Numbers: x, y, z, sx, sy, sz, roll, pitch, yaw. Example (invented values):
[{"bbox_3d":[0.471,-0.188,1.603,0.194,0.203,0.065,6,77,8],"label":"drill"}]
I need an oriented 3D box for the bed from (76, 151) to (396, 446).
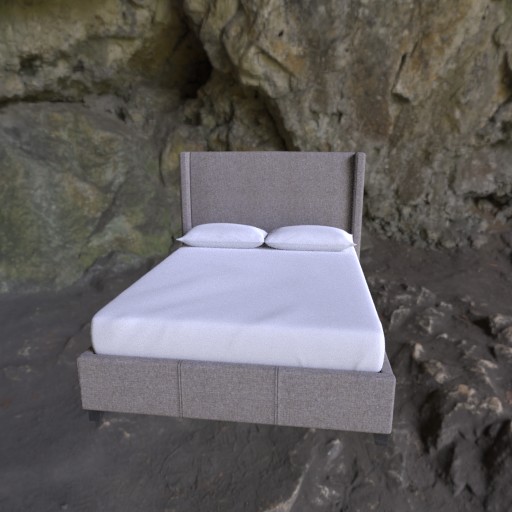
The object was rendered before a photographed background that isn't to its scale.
[{"bbox_3d":[0.000,0.000,3.315,1.714,1.476,2.245,2,15,7],"label":"bed"}]
